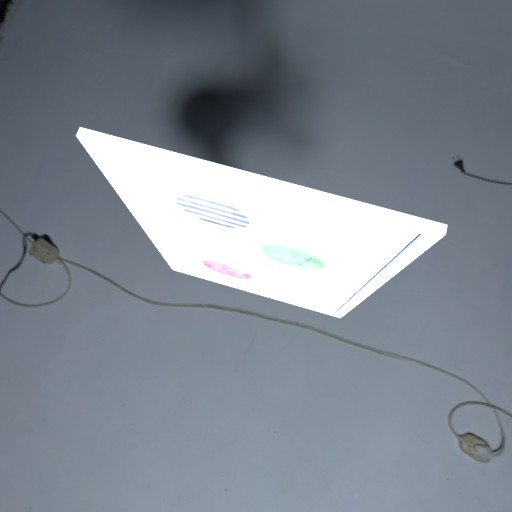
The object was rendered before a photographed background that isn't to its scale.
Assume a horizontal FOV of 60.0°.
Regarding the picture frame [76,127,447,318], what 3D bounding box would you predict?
[{"bbox_3d":[0.000,0.000,0.843,0.457,0.657,0.013,16,74,5],"label":"picture frame"}]
